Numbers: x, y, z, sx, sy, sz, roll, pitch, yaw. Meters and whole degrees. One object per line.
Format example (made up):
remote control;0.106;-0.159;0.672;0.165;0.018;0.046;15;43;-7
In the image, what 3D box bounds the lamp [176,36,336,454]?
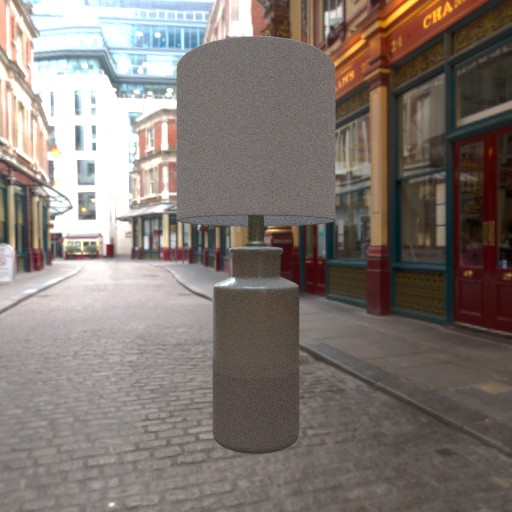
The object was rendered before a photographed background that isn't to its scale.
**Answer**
lamp;0.000;0.000;0.602;0.212;0.493;0.212;0;0;-19
